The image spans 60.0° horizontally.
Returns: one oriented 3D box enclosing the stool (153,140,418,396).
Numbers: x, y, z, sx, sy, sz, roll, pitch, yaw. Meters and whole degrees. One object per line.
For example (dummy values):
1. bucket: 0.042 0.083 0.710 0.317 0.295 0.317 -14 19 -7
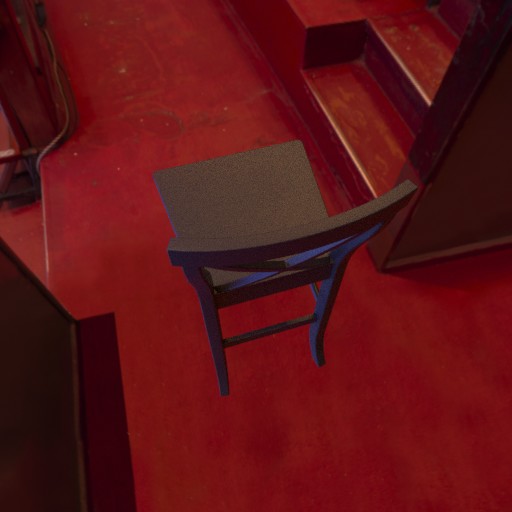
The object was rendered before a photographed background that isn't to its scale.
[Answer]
1. stool: 0.000 0.000 1.275 0.452 0.989 0.559 -15 59 -9
